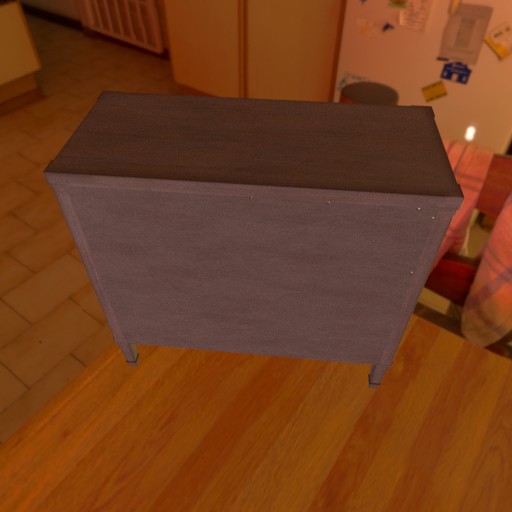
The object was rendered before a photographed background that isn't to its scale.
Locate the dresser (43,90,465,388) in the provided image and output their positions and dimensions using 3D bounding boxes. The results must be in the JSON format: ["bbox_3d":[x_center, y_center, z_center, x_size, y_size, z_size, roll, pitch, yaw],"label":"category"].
[{"bbox_3d":[0.000,0.000,1.609,1.049,0.986,0.463,4,46,4],"label":"dresser"}]
